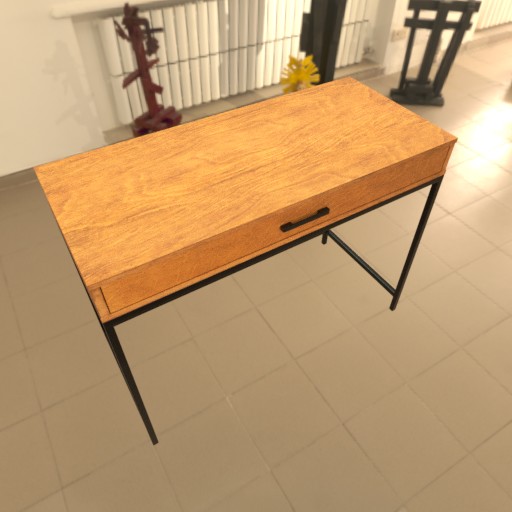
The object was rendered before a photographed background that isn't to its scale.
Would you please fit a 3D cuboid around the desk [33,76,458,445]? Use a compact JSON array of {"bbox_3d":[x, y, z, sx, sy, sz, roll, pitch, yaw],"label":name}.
[{"bbox_3d":[0.000,0.000,1.423,1.016,0.762,0.470,-24,50,-21],"label":"desk"}]
